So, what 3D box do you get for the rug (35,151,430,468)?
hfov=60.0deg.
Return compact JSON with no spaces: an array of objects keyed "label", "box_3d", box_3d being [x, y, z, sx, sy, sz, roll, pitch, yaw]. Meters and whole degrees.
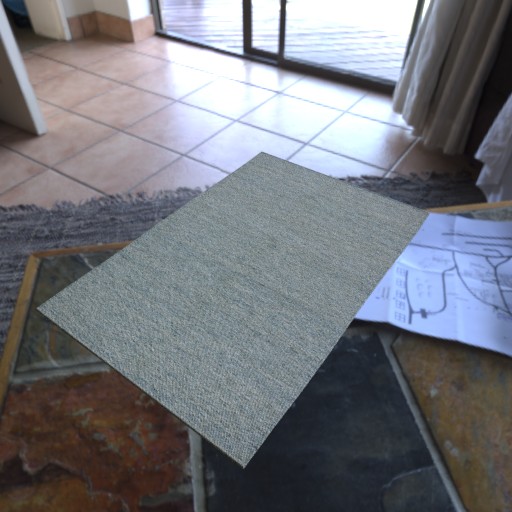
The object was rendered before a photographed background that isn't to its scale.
[{"label":"rug","box_3d":[0.000,0.000,2.946,1.547,0.013,2.283,26,49,26]}]
